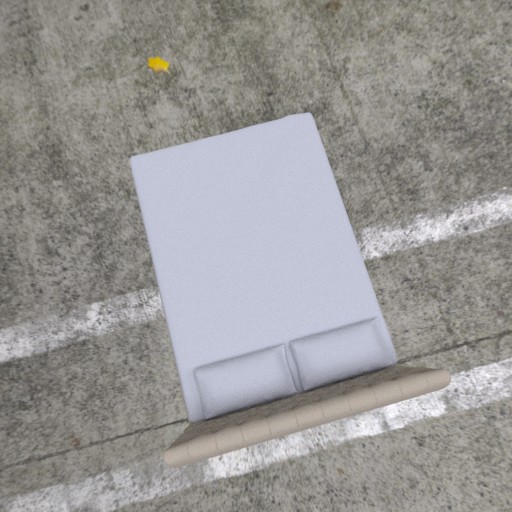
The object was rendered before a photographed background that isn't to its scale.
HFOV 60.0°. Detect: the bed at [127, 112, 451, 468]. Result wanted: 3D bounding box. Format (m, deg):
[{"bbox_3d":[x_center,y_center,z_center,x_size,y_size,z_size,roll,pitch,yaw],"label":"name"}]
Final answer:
[{"bbox_3d":[0.000,0.000,3.400,1.698,1.427,2.387,-15,78,-3],"label":"bed"}]
